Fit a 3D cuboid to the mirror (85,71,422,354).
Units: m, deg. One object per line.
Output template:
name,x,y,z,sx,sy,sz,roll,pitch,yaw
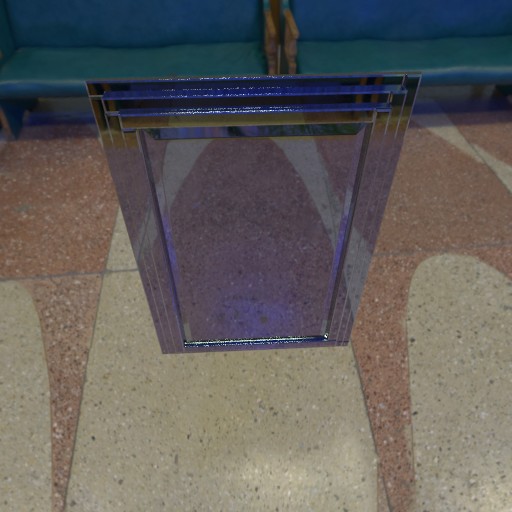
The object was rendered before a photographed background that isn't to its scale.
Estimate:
mirror,0.000,0.000,1.126,0.613,0.914,0.039,-2,46,-2
